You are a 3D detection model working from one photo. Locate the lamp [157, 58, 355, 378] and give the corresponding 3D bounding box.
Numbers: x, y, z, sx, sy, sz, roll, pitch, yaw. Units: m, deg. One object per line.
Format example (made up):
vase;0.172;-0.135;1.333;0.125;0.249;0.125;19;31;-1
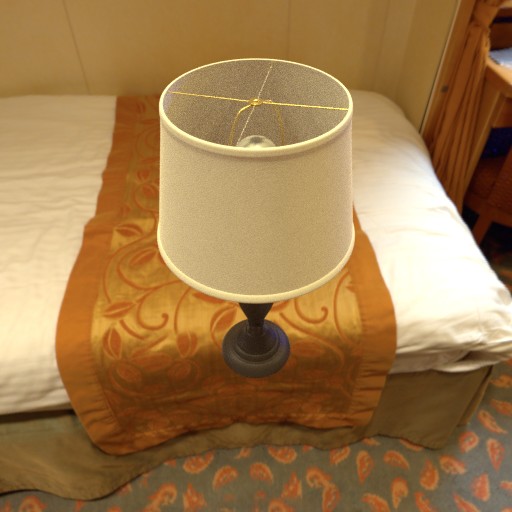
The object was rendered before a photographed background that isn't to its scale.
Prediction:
lamp;0.000;0.000;0.813;0.335;0.611;0.335;0;46;0
